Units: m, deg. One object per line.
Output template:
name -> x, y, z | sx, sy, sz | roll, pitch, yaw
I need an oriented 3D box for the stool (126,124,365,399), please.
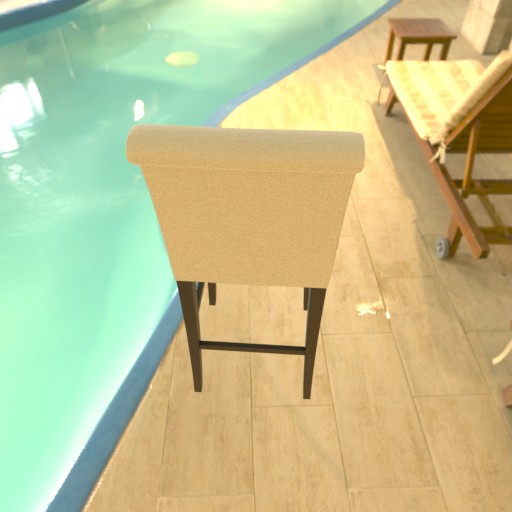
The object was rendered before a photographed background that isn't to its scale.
stool -> 0.000, 0.000, 1.394 | 0.452, 1.124, 0.597 | 3, 45, 3
